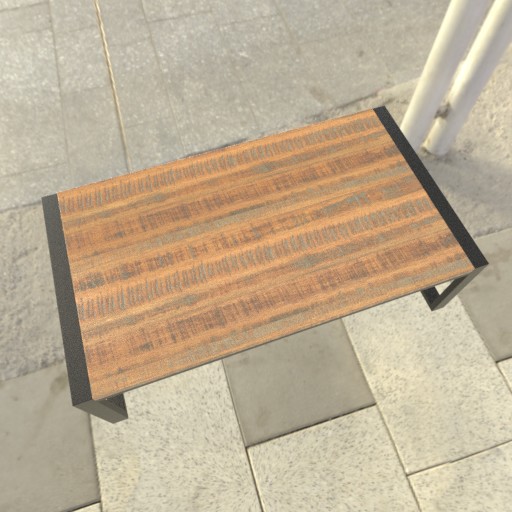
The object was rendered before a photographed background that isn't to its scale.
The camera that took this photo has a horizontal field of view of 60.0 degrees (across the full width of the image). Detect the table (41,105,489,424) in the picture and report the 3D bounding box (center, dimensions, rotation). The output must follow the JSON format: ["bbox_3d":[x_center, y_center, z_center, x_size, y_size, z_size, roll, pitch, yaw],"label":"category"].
[{"bbox_3d":[0.000,0.000,1.682,1.350,0.400,0.750,-17,64,-9],"label":"table"}]
